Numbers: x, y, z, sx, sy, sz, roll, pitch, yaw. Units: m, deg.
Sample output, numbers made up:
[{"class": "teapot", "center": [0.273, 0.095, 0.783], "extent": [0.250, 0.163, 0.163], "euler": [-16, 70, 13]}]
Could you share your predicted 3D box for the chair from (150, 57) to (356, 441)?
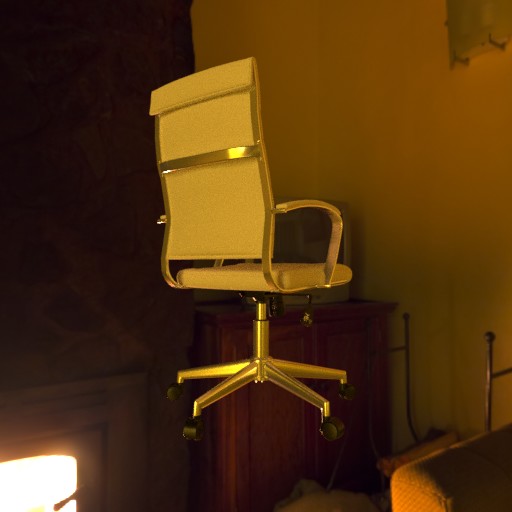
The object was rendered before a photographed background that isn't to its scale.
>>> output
[{"class": "chair", "center": [0.000, 0.000, 1.660], "extent": [0.766, 1.149, 0.739], "euler": [-1, -1, 36]}]
